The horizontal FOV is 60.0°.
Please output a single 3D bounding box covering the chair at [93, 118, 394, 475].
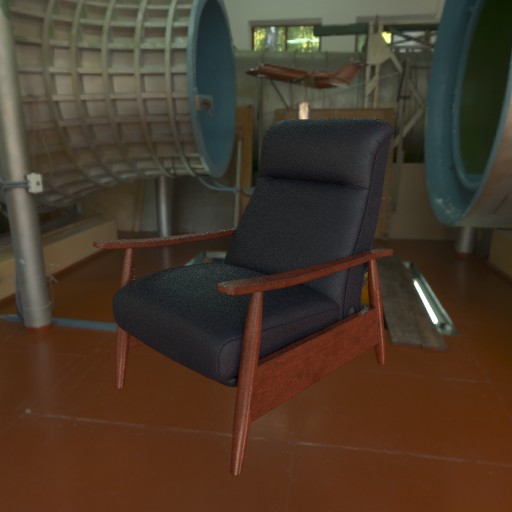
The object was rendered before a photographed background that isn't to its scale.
[{"bbox_3d":[0.000,0.000,1.803,0.762,1.082,1.014,15,21,41],"label":"chair"}]
